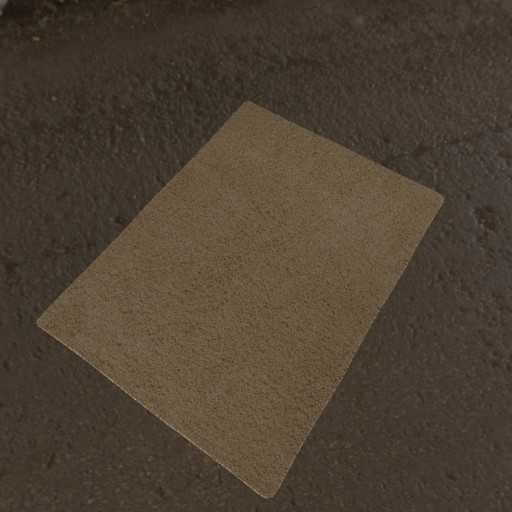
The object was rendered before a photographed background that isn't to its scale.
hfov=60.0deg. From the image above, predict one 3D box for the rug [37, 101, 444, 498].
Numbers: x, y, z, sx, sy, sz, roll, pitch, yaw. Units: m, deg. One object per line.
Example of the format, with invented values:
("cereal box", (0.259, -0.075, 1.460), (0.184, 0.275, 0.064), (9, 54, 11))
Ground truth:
("rug", (0.000, 0.000, 2.052), (1.199, 0.025, 1.600), (31, 66, 15))
